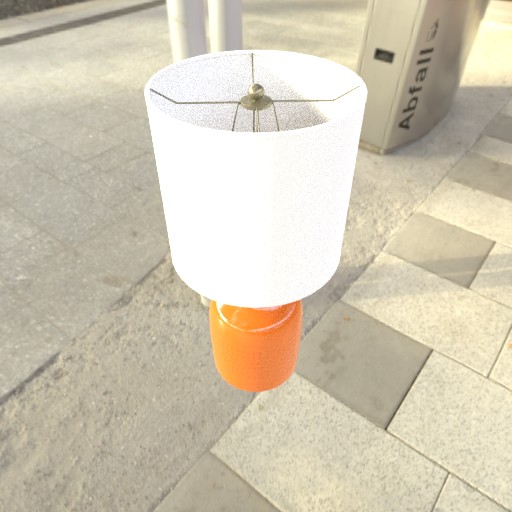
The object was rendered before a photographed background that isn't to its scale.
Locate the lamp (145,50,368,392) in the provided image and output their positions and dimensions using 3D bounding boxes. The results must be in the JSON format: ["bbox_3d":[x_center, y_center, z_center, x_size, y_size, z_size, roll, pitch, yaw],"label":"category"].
[{"bbox_3d":[0.000,0.000,1.131,0.418,0.871,0.418,26,48,26],"label":"lamp"}]
